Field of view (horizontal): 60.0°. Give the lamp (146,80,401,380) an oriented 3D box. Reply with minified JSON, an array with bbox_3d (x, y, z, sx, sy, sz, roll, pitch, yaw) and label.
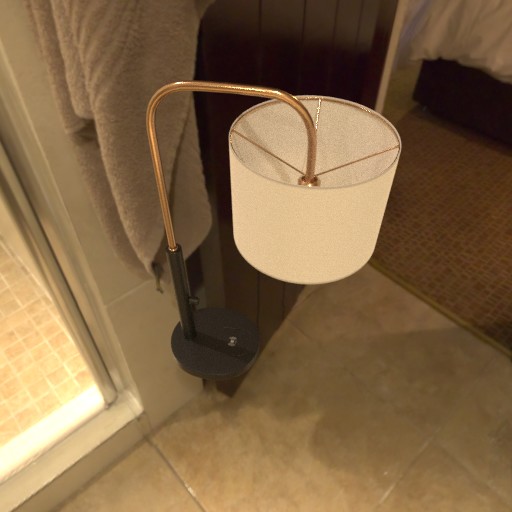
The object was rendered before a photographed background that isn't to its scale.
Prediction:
[{"bbox_3d":[0.000,0.000,0.682,0.337,0.540,0.199,7,46,7],"label":"lamp"}]
